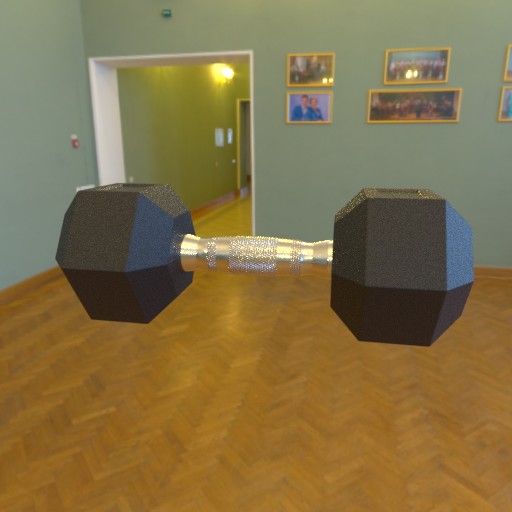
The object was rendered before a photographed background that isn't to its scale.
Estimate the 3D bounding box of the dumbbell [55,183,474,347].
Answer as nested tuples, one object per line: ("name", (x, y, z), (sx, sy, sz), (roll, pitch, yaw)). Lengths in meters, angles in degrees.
("dumbbell", (0.000, 0.000, 0.412), (0.356, 0.123, 0.141), (3, 15, 10))
